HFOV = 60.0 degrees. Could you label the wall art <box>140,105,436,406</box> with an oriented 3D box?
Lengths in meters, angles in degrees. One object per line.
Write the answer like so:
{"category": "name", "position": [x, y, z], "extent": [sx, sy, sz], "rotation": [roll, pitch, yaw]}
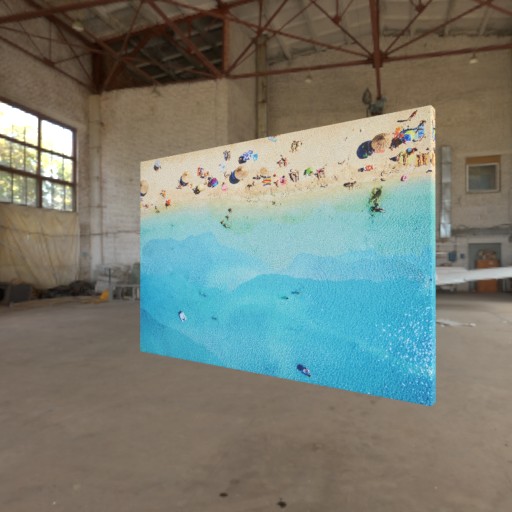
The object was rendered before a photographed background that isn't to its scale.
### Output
{"category": "wall art", "position": [0.000, 0.000, 1.480], "extent": [1.136, 0.769, 0.040], "rotation": [0, 0, 36]}
